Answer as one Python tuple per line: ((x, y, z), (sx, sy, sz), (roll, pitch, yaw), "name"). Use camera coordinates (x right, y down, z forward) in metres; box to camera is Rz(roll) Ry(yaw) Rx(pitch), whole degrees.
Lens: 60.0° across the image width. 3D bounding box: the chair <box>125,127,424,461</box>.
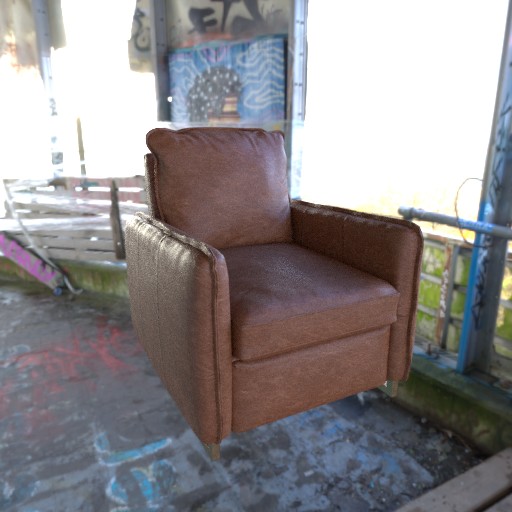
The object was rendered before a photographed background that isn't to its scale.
((0.000, 0.000, 1.642), (0.830, 0.922, 0.922), (-8, 18, -26), "chair")
